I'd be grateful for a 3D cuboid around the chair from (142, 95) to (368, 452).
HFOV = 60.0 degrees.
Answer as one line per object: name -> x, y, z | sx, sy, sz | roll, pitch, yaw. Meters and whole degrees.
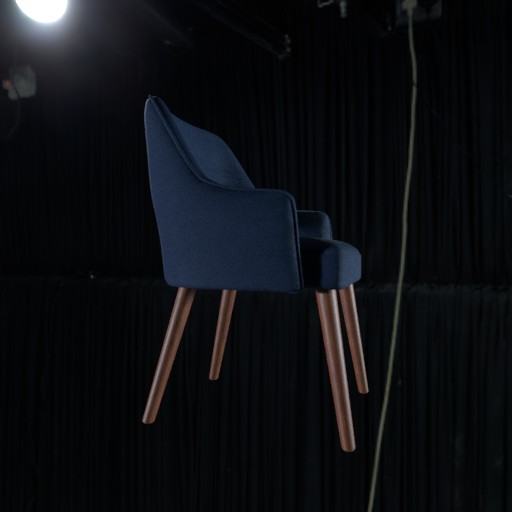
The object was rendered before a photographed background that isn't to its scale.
chair -> 0.000, 0.000, 1.257 | 0.591, 0.844, 0.559 | 0, 0, 18
